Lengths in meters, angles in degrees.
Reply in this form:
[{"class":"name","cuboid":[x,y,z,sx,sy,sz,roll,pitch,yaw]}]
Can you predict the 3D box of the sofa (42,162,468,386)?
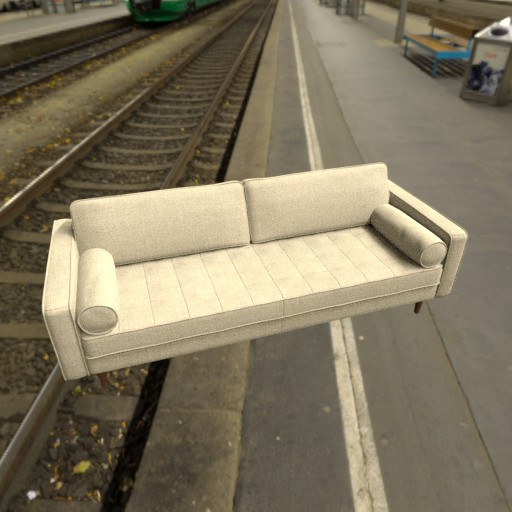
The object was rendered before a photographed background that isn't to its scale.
[{"class":"sofa","cuboid":[0.000,0.000,2.597,2.211,0.762,0.914,-10,33,-15]}]
